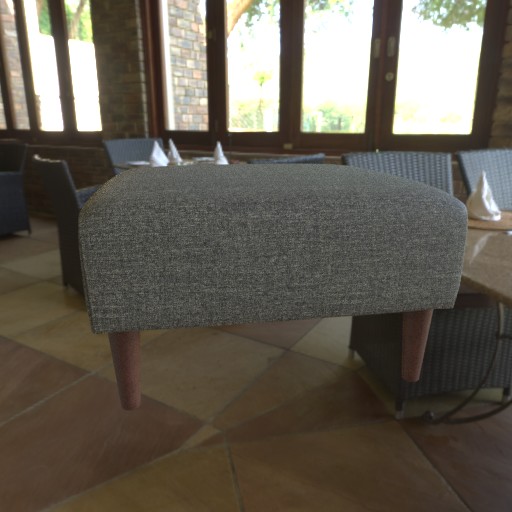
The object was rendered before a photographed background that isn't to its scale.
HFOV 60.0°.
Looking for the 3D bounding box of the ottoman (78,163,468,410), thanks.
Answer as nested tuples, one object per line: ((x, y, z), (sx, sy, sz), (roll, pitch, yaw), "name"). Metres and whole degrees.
((0.000, 0.000, 1.042), (0.655, 0.399, 0.648), (-3, 17, -9), "ottoman")
